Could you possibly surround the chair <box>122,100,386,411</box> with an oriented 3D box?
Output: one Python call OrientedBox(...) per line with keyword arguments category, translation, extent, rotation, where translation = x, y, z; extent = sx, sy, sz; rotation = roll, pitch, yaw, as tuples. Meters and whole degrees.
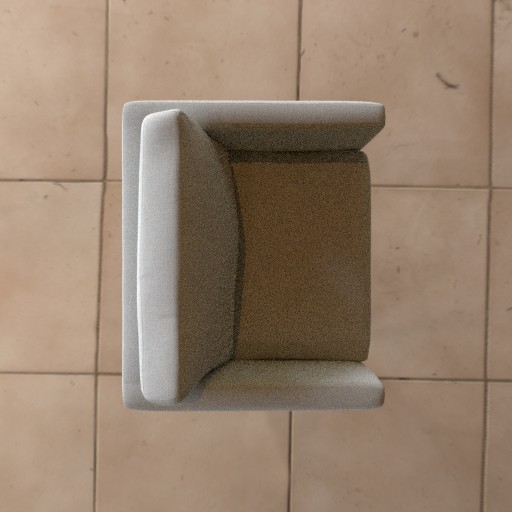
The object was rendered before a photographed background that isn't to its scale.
OrientedBox(category="chair", translation=(0.000, 0.000, 1.815), extent=(0.953, 0.961, 1.107), rotation=(0, 90, 0))
